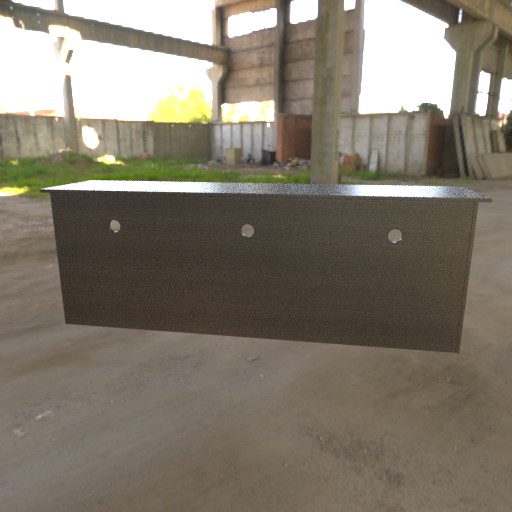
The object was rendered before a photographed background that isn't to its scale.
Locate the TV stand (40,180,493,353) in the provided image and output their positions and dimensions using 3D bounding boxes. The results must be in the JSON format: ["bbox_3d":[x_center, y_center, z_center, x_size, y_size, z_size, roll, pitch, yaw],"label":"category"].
[{"bbox_3d":[0.000,0.000,1.994,1.778,0.610,0.406,3,15,9],"label":"TV stand"}]
